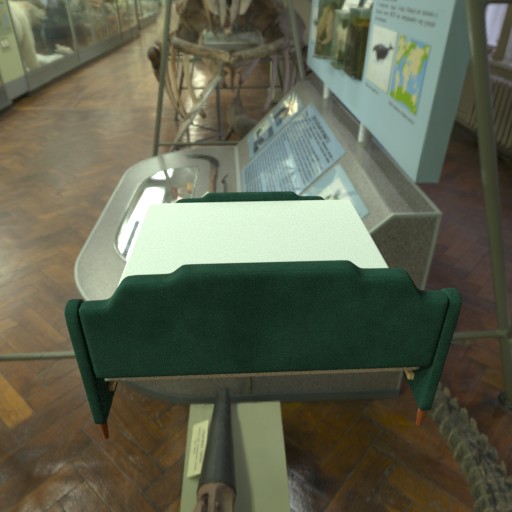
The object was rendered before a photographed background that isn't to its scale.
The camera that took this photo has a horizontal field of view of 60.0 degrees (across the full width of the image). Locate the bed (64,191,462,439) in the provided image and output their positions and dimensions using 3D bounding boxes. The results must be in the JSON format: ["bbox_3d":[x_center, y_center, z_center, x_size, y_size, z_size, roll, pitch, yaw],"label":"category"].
[{"bbox_3d":[0.000,0.000,3.481,2.074,1.245,2.340,-1,31,-2],"label":"bed"}]
